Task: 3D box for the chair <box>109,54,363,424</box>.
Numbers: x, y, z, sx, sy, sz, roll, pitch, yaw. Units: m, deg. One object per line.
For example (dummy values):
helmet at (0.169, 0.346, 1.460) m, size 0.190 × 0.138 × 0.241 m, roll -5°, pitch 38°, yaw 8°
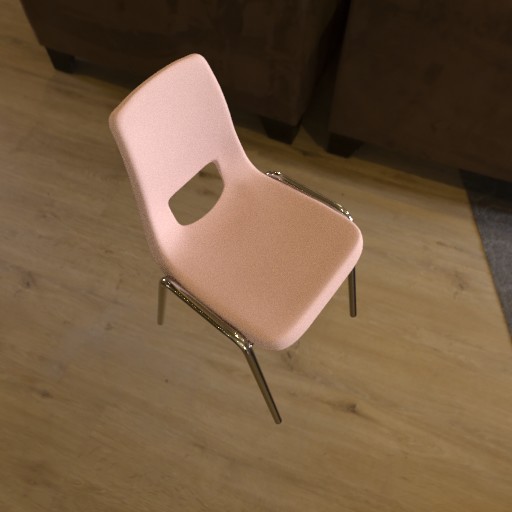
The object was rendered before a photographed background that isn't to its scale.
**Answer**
chair at (0.000, 0.000, 0.949) m, size 0.436 × 0.704 × 0.381 m, roll 33°, pitch 64°, yaw 18°
